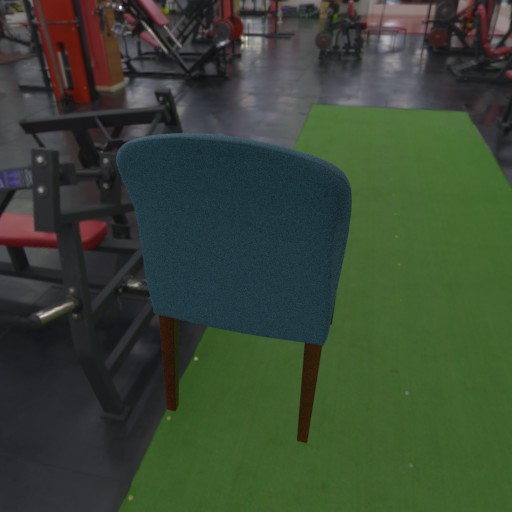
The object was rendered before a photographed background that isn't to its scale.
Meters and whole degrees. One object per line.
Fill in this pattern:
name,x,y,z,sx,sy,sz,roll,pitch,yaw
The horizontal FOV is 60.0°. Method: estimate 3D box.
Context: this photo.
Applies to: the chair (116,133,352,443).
chair,0.000,0.000,1.268,0.507,0.879,0.620,8,34,13
